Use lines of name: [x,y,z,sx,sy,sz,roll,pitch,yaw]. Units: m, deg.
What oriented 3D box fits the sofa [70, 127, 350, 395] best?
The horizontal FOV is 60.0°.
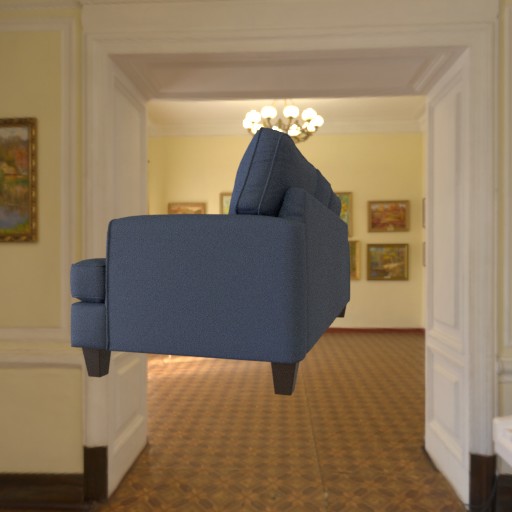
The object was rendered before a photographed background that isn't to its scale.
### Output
sofa: [0.000,0.000,2.638,0.951,0.965,2.158,0,0,16]
